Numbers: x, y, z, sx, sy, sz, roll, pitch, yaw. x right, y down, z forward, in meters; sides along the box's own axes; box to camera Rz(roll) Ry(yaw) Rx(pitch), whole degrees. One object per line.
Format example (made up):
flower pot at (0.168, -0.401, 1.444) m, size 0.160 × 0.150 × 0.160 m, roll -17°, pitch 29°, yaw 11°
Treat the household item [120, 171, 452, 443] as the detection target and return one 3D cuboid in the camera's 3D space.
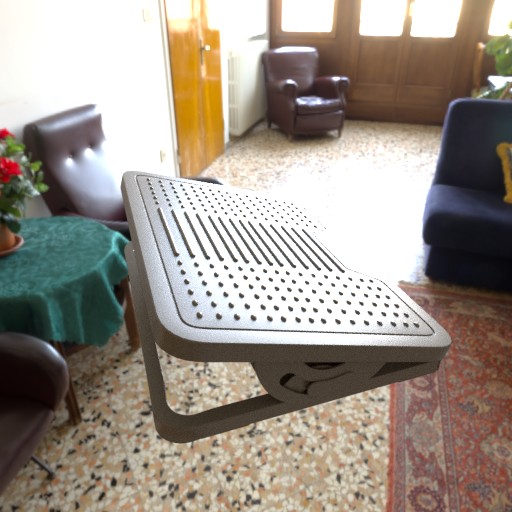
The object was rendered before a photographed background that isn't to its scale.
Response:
household item at (0.000, 0.000, 0.539) m, size 0.301 × 0.126 × 0.390 m, roll -10°, pitch 32°, yaw -16°
